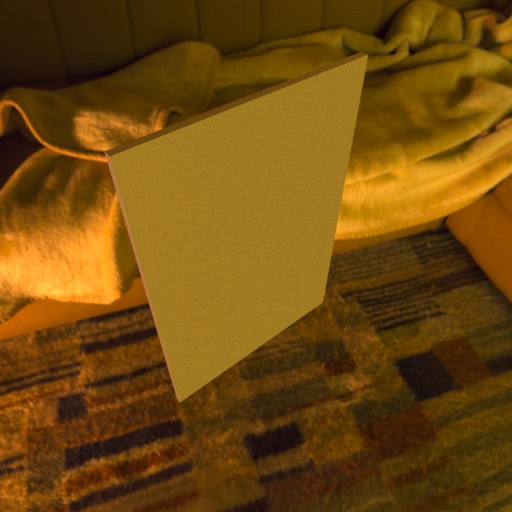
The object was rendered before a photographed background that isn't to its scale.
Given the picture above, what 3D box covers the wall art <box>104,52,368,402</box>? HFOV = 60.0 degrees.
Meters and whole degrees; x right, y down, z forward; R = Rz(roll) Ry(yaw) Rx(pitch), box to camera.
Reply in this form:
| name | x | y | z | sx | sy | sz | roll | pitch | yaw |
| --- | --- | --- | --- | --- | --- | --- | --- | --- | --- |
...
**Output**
| name | x | y | z | sx | sy | sz | roll | pitch | yaw |
| --- | --- | --- | --- | --- | --- | --- | --- | --- | --- |
| wall art | 0.000 | 0.000 | 0.620 | 0.325 | 0.474 | 0.010 | -30 | 54 | -25 |
